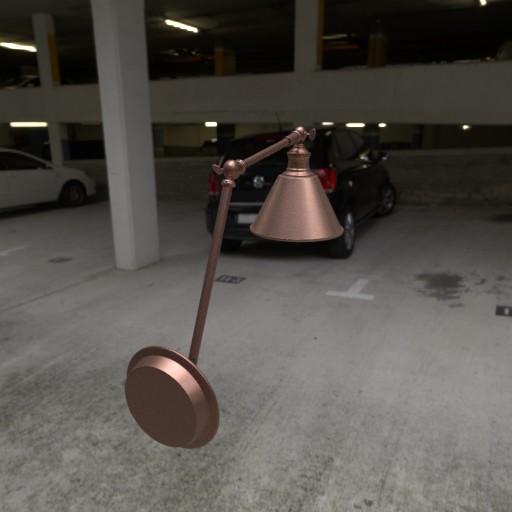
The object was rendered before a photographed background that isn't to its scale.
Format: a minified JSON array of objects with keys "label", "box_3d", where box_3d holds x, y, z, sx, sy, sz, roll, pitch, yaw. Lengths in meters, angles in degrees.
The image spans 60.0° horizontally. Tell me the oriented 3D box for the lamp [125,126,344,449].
[{"label":"lamp","box_3d":[0.000,0.000,0.901,0.223,0.502,0.624,9,19,27]}]
